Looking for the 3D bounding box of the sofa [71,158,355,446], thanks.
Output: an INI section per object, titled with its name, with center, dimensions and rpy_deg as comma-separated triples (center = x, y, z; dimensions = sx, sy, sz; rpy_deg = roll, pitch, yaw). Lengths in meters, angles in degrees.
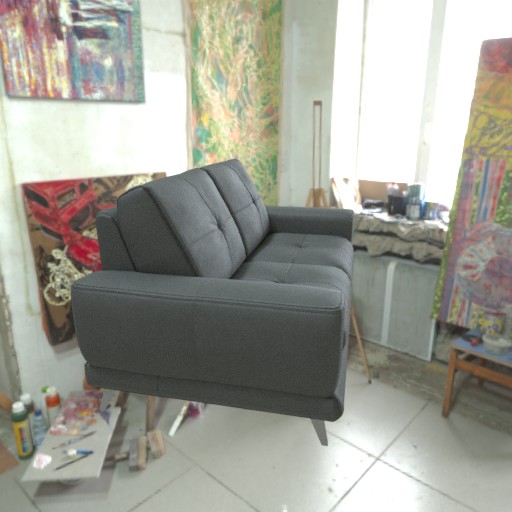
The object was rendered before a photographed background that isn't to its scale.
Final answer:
[sofa]
center = 0.000, 0.000, 2.346
dimensions = 1.018, 0.907, 1.806
rpy_deg = 4, 17, 13
